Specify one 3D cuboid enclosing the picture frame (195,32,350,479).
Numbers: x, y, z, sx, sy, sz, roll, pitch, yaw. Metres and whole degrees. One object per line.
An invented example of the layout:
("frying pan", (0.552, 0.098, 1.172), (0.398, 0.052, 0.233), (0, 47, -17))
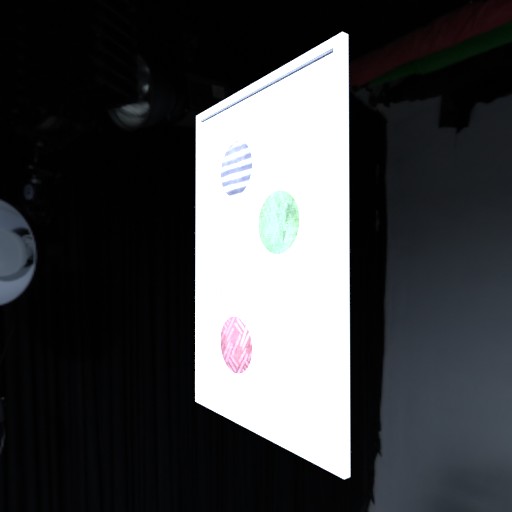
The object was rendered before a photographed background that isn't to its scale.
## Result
("picture frame", (0.000, 0.000, 0.840), (0.013, 0.657, 0.457), (1, -2, -36))
